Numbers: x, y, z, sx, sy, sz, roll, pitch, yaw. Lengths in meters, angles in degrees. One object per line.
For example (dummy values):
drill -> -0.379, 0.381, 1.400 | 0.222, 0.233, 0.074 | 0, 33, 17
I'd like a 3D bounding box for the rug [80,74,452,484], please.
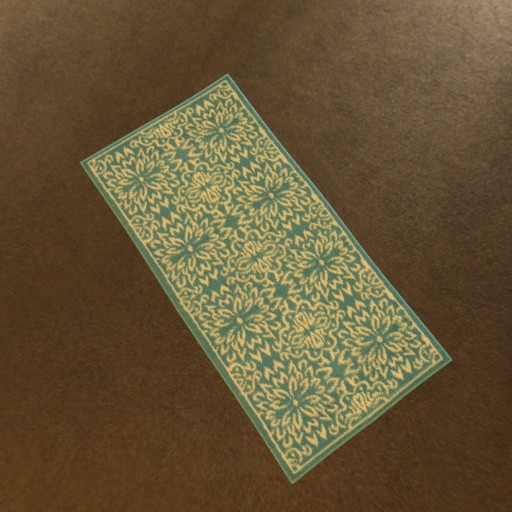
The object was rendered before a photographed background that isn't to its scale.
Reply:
rug -> 0.000, 0.000, 1.424 | 0.604, 0.007, 1.219 | -34, 79, -8
